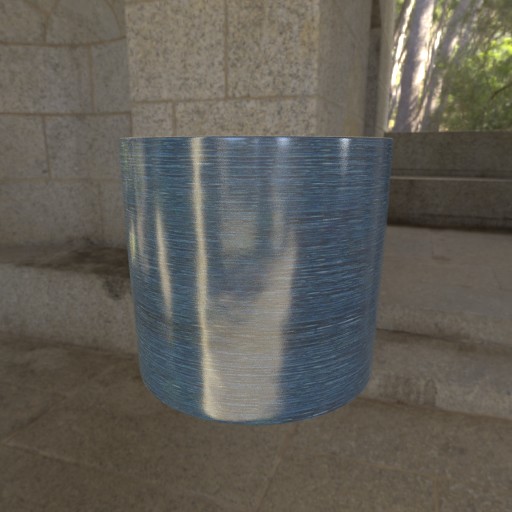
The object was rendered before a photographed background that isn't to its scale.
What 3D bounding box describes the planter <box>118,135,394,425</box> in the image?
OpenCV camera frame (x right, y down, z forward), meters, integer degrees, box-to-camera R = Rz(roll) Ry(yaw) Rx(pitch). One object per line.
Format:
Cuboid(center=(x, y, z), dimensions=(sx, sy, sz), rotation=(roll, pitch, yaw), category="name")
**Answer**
Cuboid(center=(0.000, 0.000, 0.396), dimensions=(0.221, 0.201, 0.221), rotation=(0, 14, 0), category="planter")
